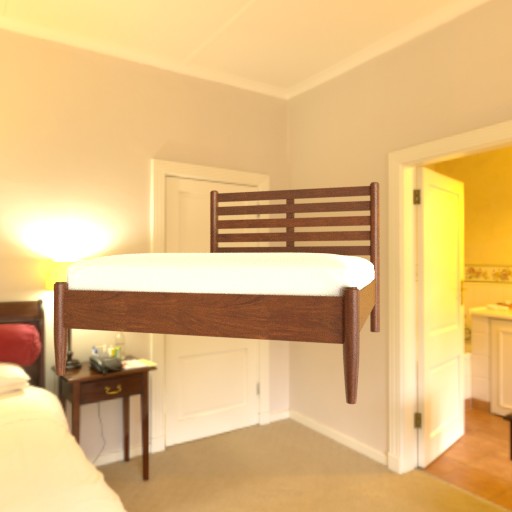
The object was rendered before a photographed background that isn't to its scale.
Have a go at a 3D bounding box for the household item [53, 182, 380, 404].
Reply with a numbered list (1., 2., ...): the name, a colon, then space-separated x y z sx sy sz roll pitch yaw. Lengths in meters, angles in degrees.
1. household item: 0.000 0.000 3.245 1.663 1.356 2.232 0 -1 18
